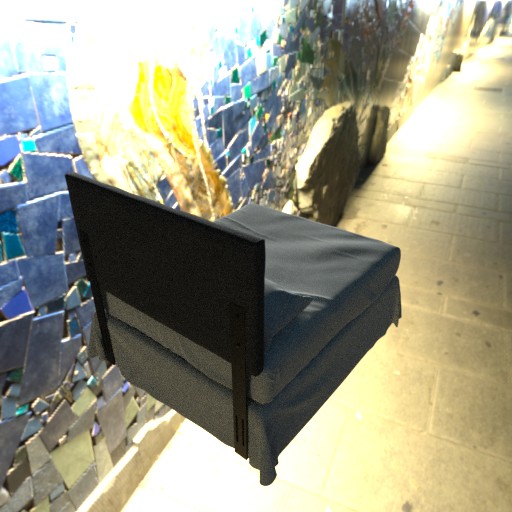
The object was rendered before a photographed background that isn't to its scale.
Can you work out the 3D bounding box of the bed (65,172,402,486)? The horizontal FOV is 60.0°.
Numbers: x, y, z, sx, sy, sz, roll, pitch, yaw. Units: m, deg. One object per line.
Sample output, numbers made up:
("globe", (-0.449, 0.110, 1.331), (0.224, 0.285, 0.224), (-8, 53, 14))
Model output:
("bed", (0.000, 0.000, 3.553), (1.936, 1.577, 2.222), (21, 35, 33))
